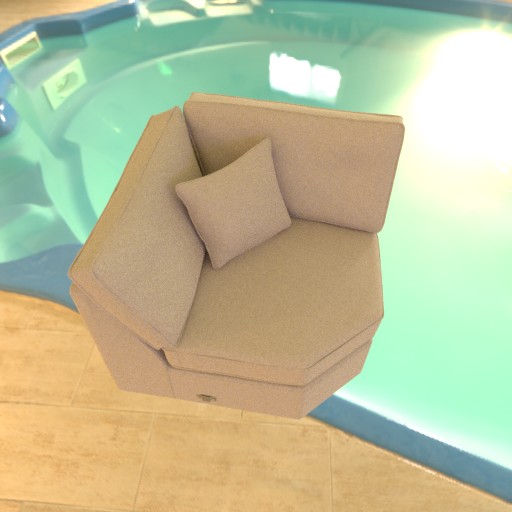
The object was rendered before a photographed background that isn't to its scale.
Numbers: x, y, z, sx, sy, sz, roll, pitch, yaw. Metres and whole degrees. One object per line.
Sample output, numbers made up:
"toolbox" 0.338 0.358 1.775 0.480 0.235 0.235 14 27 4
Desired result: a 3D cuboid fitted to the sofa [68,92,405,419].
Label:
"sofa" 0.000 0.000 1.848 1.042 0.937 1.050 8 48 7
